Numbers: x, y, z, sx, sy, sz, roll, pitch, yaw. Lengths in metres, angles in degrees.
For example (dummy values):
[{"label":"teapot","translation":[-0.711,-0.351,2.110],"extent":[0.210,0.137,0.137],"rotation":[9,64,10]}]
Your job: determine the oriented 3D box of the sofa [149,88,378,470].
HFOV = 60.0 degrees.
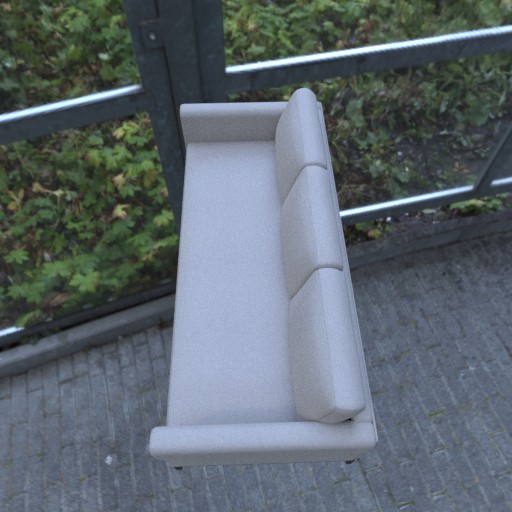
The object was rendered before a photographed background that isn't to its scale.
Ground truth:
[{"label":"sofa","translation":[0.000,0.000,2.617],"extent":[0.959,0.838,2.210],"rotation":[-2,57,-1]}]
